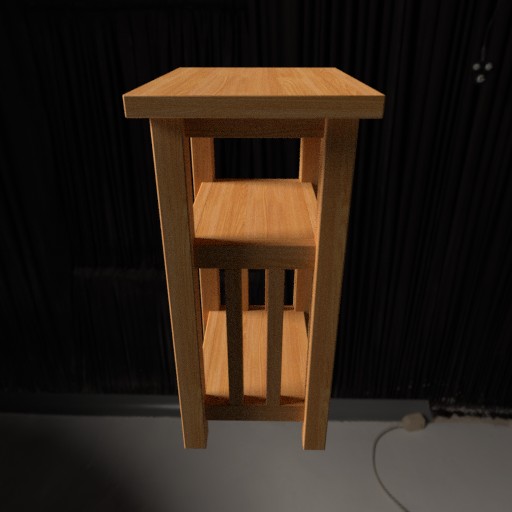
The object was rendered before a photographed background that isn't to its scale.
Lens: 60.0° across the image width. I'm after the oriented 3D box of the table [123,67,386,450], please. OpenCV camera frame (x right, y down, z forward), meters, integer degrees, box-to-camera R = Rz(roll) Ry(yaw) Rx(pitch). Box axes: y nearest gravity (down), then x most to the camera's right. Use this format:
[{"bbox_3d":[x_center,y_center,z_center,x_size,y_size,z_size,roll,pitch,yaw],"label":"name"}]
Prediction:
[{"bbox_3d":[0.000,0.000,0.734,0.270,0.550,0.350,0,27,1],"label":"table"}]
